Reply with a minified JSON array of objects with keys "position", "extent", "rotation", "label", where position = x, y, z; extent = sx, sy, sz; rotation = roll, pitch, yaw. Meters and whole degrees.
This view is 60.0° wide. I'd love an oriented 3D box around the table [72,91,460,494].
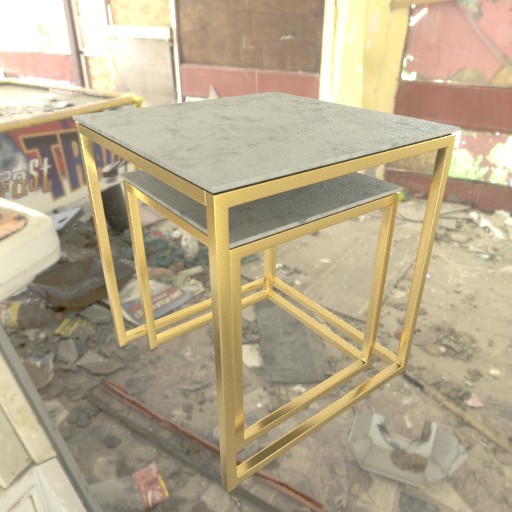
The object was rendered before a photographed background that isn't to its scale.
[{"position":[0.000,0.000,0.840],"extent":[0.450,0.500,0.450],"rotation":[-20,34,-32],"label":"table"}]
